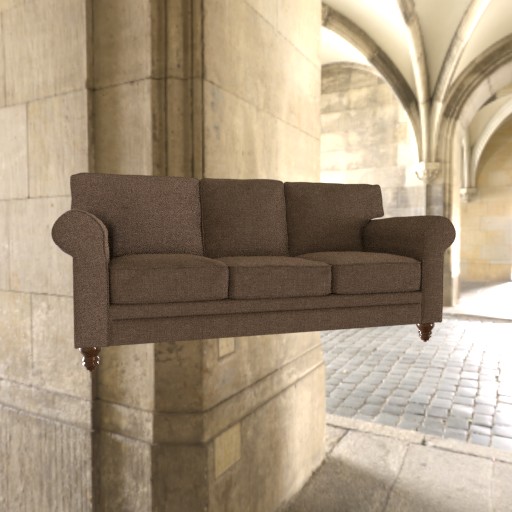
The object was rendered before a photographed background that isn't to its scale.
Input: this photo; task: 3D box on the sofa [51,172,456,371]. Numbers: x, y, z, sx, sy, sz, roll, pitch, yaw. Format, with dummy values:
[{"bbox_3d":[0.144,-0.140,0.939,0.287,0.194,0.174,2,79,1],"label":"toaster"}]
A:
[{"bbox_3d":[0.000,0.000,2.562,2.084,0.961,0.916,-1,3,-18],"label":"sofa"}]
